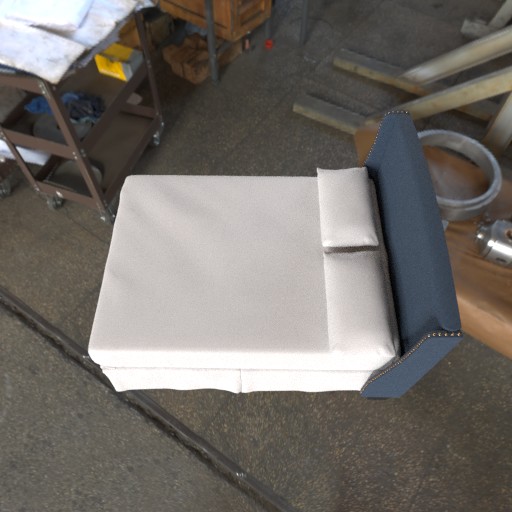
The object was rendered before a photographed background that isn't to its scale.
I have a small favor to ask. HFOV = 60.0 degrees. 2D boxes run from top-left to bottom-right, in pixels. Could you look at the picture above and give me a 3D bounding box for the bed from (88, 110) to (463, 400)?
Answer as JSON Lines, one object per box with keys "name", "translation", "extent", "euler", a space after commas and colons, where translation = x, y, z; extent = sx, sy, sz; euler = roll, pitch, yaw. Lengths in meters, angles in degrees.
{"name": "bed", "translation": [0.000, 0.000, 3.255], "extent": [2.237, 1.407, 1.710], "euler": [1, 59, 0]}
